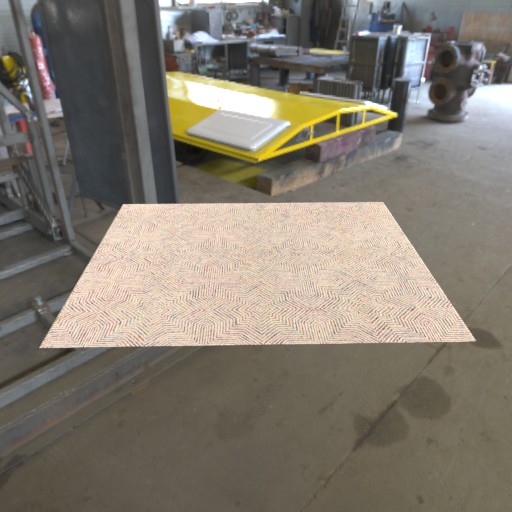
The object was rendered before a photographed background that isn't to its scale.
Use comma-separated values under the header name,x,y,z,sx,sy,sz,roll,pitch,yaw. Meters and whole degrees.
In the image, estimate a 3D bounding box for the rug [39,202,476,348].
name,x,y,z,sx,sy,sz,roll,pitch,yaw
rug,0.000,0.000,4.140,3.046,0.008,2.442,-1,30,-1
